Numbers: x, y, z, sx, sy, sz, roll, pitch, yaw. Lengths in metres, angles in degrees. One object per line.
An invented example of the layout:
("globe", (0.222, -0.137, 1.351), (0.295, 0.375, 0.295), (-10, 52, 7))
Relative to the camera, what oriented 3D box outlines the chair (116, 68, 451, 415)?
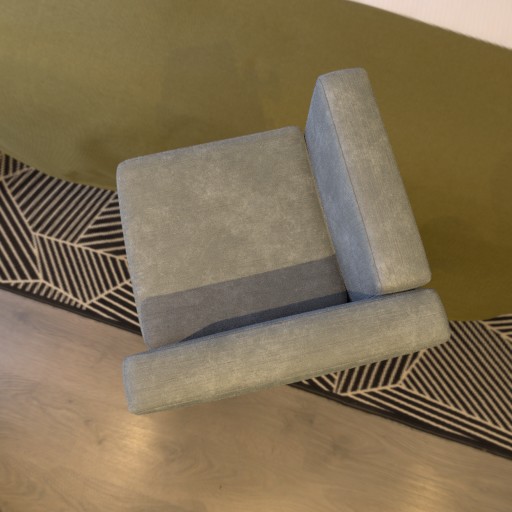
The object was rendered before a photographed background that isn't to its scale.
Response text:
("chair", (0.000, 0.000, 1.235), (0.680, 0.660, 0.680), (-13, 77, -3))
